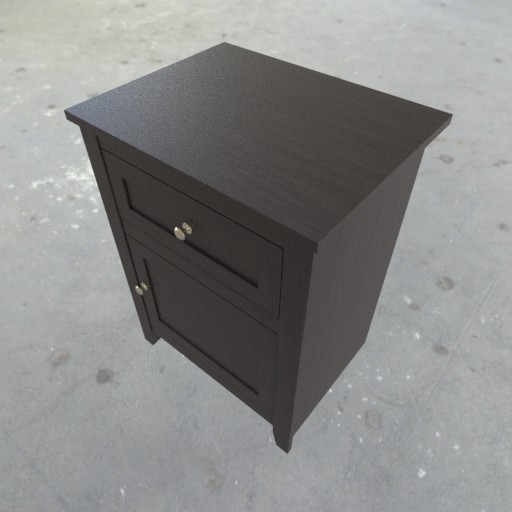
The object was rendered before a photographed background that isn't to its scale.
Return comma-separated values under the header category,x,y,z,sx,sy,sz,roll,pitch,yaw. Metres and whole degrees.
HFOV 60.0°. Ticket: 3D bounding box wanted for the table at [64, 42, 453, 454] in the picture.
category,x,y,z,sx,sy,sz,roll,pitch,yaw
table,0.000,0.000,0.917,0.480,0.635,0.381,30,53,27
